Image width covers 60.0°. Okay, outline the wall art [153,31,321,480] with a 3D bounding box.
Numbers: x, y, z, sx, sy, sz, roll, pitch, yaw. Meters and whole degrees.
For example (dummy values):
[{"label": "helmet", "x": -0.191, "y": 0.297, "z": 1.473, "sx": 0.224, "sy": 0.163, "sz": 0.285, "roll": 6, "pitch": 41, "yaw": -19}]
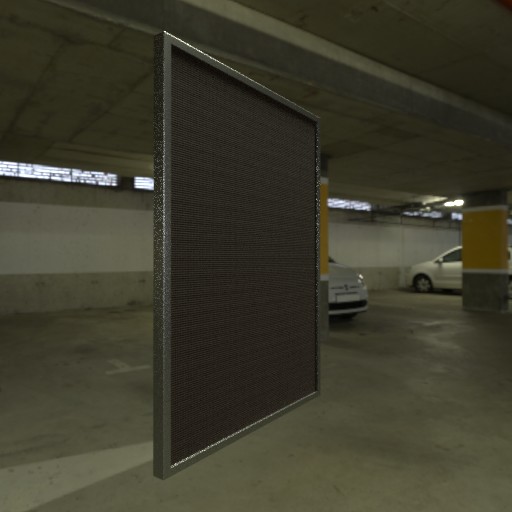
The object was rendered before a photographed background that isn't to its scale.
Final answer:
[{"label": "wall art", "x": 0.000, "y": 0.000, "z": 1.382, "sx": 0.037, "sy": 1.062, "sz": 0.801, "roll": 0, "pitch": 0, "yaw": 35}]
